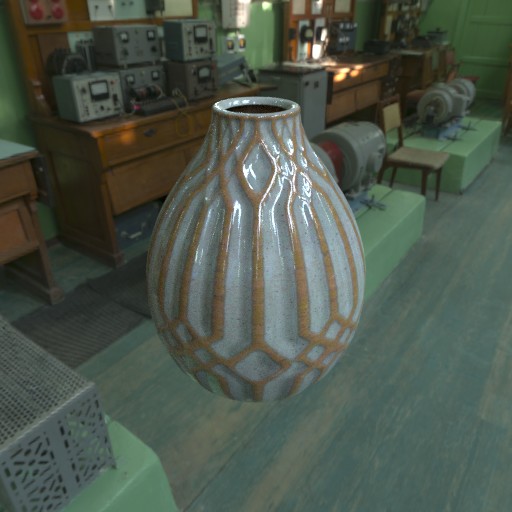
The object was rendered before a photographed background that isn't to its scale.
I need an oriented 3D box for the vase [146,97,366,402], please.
[{"bbox_3d":[0.000,0.000,0.265,0.131,0.175,0.131,0,31,0],"label":"vase"}]
